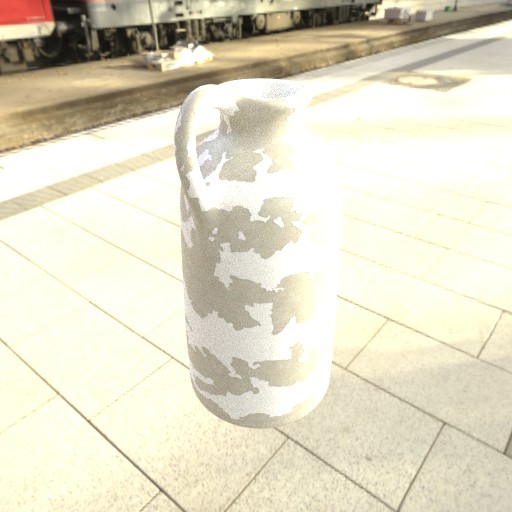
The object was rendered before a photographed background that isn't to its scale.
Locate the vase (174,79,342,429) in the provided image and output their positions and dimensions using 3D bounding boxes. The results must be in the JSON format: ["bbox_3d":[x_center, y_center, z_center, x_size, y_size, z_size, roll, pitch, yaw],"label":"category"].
[{"bbox_3d":[0.000,0.000,0.492,0.186,0.382,0.203,22,39,31],"label":"vase"}]
